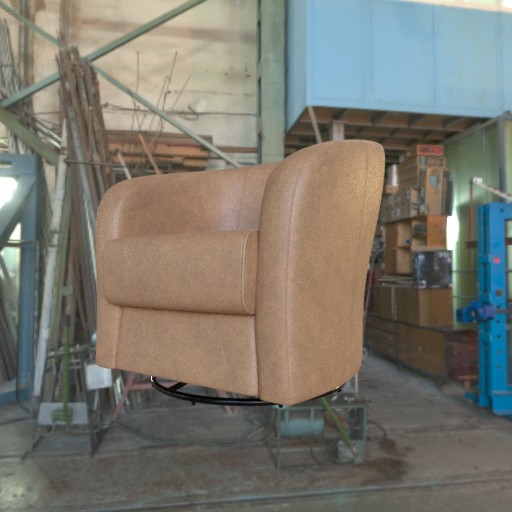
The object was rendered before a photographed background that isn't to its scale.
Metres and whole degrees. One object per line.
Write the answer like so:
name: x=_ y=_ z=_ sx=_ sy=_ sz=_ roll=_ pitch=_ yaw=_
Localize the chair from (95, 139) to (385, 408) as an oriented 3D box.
chair: x=0.000 y=0.000 z=1.419 sx=0.791 sy=0.771 sz=0.815 roll=-1 pitch=-2 yaw=36
